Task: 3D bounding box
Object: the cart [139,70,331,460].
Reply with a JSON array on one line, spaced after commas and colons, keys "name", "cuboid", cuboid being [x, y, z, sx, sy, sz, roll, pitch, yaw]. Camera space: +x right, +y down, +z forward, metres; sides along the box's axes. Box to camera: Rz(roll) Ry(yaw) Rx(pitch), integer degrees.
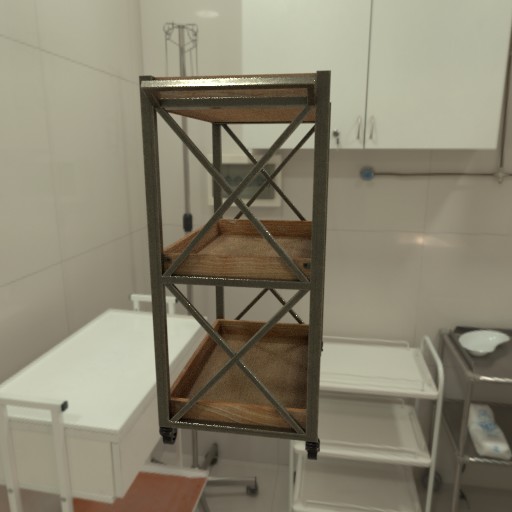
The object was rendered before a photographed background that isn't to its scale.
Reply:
[{"name": "cart", "cuboid": [0.000, 0.000, 1.195, 0.377, 0.835, 0.673, 2, 13, 9]}]
